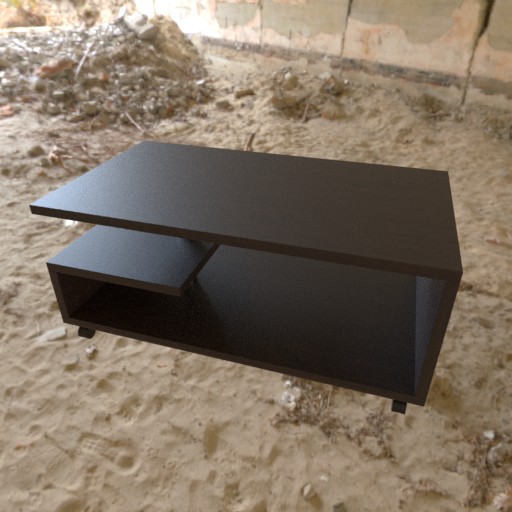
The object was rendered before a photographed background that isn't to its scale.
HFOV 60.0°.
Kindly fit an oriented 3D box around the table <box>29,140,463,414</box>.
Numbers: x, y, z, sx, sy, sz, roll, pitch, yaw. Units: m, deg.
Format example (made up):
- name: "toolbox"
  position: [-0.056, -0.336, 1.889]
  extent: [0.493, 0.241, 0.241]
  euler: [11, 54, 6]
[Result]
- name: "table"
  position: [0.000, 0.000, 1.374]
  extent: [1.050, 0.460, 0.590]
  euler: [9, 33, 15]
